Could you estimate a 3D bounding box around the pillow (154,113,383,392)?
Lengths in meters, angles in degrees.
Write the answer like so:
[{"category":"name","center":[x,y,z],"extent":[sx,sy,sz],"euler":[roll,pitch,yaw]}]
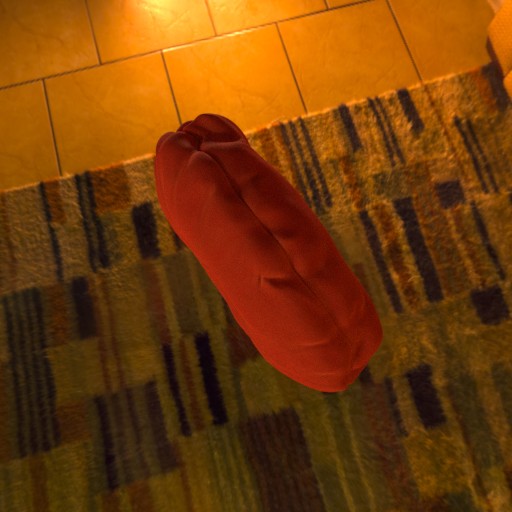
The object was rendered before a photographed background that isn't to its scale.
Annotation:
[{"category":"pillow","center":[0.000,0.000,0.631],"extent":[0.148,0.407,0.428],"euler":[-35,78,-8]}]
